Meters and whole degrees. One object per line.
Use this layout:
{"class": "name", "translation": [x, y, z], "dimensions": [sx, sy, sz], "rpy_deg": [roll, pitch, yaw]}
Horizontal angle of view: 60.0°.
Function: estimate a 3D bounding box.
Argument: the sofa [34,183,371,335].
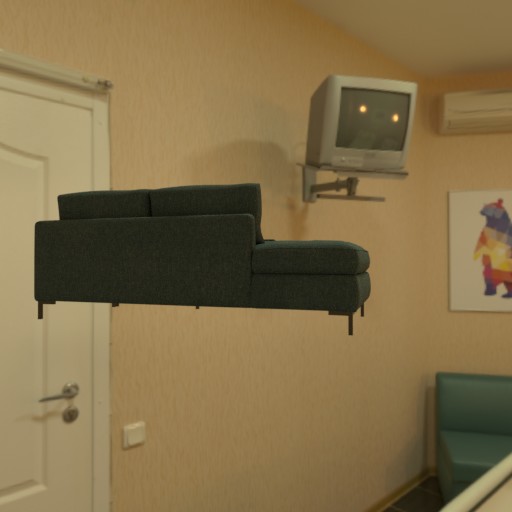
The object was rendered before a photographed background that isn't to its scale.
{"class": "sofa", "translation": [0.000, 0.000, 3.840], "dimensions": [2.007, 0.815, 2.949], "rpy_deg": [0, -1, 18]}
